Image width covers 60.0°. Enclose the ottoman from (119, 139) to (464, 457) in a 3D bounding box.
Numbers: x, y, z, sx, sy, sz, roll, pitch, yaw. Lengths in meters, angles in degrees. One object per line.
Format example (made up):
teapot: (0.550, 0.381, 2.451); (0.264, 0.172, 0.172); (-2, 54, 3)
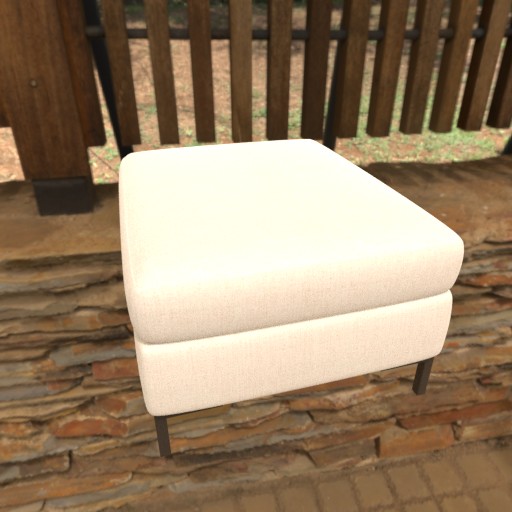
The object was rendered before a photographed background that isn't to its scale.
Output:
ottoman: (0.000, 0.000, 1.179); (0.657, 0.453, 0.794); (-8, 30, -14)
